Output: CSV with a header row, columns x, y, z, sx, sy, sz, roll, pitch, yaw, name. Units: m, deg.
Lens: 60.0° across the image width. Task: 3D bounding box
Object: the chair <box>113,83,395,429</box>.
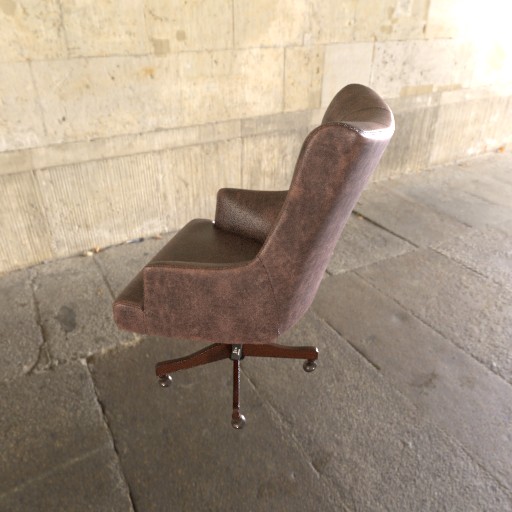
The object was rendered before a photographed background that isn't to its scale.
x,y,z,sx,sy,sz,roll,pitch,yaw,name
0.000,0.000,1.489,0.762,1.035,0.641,8,31,14,chair
